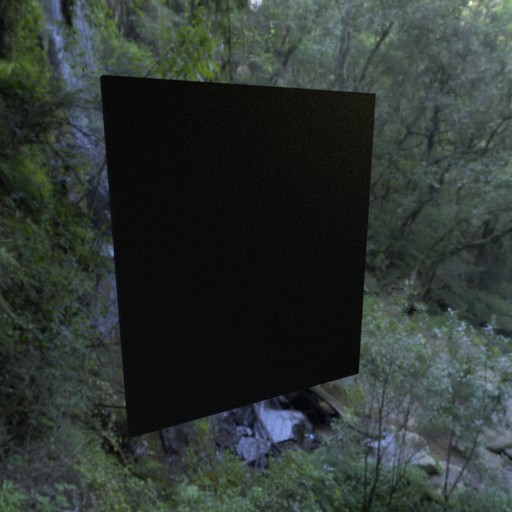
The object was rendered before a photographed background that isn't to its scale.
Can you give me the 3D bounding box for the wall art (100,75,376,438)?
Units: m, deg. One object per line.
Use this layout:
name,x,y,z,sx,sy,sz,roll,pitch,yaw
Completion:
wall art,0.000,0.000,0.700,0.428,0.505,0.023,-7,15,-26
